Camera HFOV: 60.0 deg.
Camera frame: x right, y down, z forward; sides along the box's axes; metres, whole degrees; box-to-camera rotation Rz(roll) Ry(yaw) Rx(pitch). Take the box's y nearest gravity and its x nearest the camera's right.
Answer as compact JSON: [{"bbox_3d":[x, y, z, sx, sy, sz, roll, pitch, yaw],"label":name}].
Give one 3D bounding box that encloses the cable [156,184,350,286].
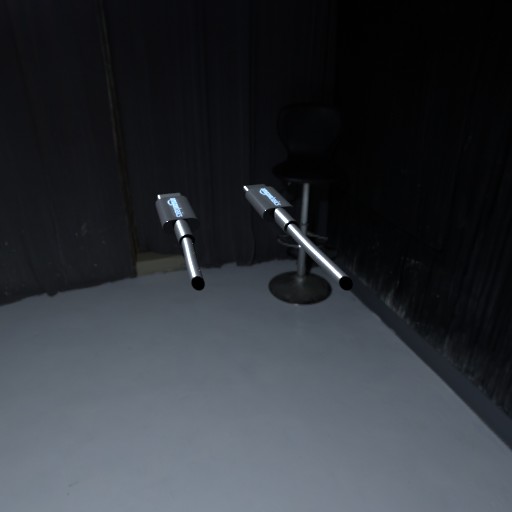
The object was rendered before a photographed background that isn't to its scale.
[{"bbox_3d":[0.000,0.000,0.112,0.041,0.005,0.098,-8,29,-15],"label":"cable"}]
